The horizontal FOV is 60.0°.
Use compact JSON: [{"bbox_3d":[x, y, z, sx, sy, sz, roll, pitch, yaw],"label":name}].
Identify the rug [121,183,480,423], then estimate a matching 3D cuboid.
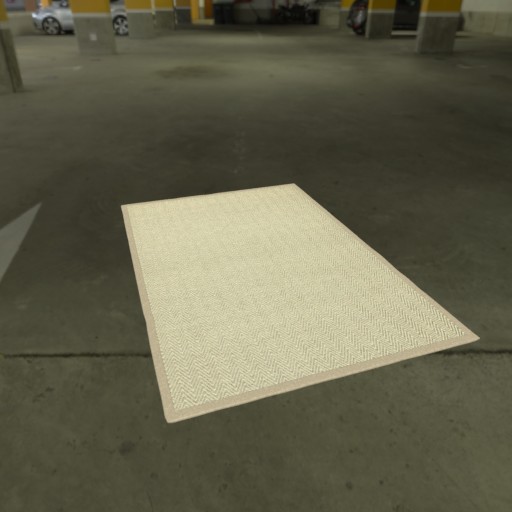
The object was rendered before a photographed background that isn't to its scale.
[{"bbox_3d":[0.000,0.000,2.898,1.540,0.021,2.290,-10,31,-17],"label":"rug"}]
